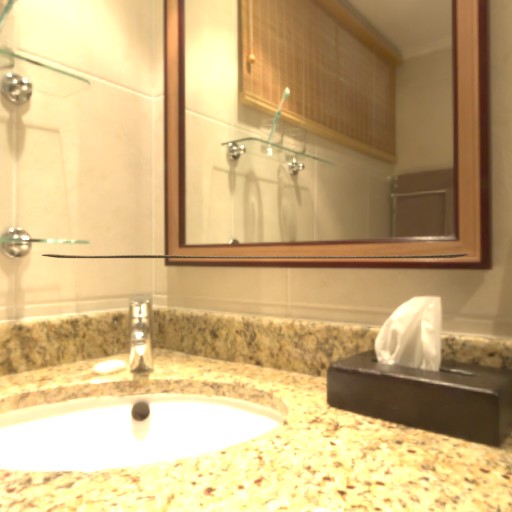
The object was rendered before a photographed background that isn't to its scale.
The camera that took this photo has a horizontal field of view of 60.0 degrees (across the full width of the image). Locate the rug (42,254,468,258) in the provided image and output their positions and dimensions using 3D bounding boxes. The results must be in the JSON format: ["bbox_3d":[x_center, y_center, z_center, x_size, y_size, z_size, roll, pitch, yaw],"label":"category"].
[{"bbox_3d":[0.000,0.000,3.883,2.343,0.026,2.925,0,0,0],"label":"rug"}]
